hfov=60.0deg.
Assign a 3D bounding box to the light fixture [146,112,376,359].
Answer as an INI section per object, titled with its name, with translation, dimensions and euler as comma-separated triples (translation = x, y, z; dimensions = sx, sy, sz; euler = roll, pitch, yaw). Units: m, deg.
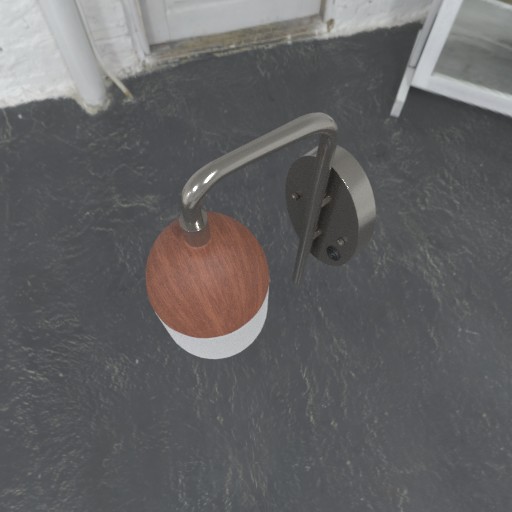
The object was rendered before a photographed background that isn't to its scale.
[light fixture]
translation = 0.000, 0.000, 0.429
dimensions = 0.216, 0.343, 0.108
euler = -36, 70, -15
